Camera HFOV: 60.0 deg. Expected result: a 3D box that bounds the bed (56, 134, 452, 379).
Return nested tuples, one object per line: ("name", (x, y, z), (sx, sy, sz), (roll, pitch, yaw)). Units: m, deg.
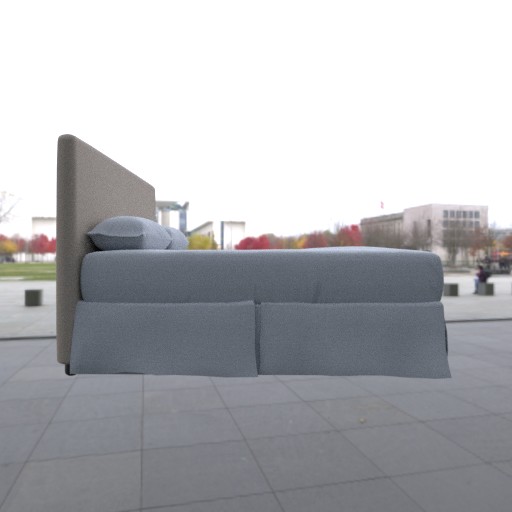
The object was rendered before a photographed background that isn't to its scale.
("bed", (0.000, 0.000, 3.245), (2.142, 1.330, 1.884), (0, 0, 1))
